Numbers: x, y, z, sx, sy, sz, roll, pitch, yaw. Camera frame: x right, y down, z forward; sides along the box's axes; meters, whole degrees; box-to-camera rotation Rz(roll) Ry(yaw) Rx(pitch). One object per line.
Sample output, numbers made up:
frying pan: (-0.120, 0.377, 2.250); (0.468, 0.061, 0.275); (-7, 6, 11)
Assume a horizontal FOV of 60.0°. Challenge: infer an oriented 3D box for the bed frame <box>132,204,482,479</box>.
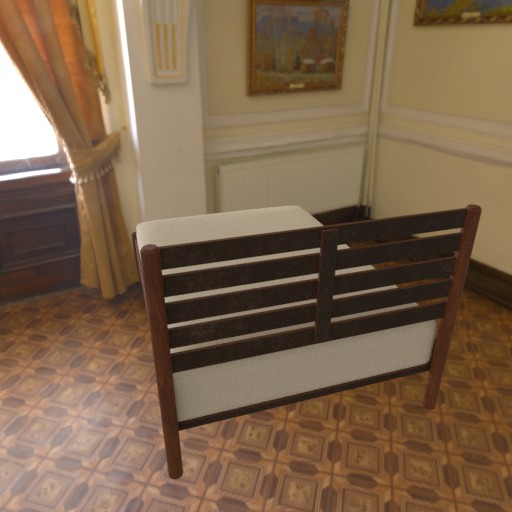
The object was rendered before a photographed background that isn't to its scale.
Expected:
bed frame: (0.000, 0.000, 3.193); (1.655, 1.321, 2.234); (-8, 27, -16)
